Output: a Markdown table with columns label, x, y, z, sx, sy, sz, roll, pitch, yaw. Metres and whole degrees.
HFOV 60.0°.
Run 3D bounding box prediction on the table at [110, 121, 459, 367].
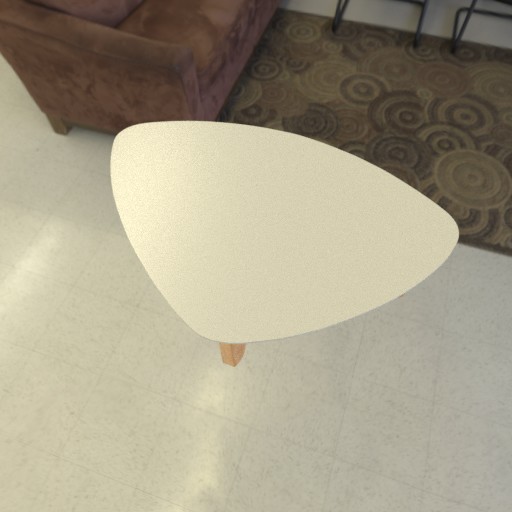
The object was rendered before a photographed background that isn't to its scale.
| label | x | y | z | sx | sy | sz | roll | pitch | yaw |
| --- | --- | --- | --- | --- | --- | --- | --- | --- | --- |
| table | 0.000 | 0.000 | 1.634 | 1.250 | 0.440 | 0.850 | 18 | 60 | 11 |
